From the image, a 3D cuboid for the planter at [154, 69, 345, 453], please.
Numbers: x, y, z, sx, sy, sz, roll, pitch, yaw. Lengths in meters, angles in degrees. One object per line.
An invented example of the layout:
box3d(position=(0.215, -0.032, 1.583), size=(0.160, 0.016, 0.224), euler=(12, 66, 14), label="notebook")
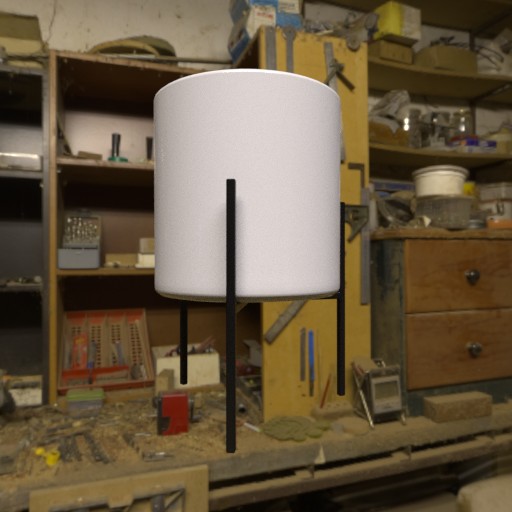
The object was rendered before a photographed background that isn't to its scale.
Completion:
box3d(position=(0.000, 0.000, 0.530), size=(0.239, 0.356, 0.239), euler=(0, 0, -18), label="planter")
